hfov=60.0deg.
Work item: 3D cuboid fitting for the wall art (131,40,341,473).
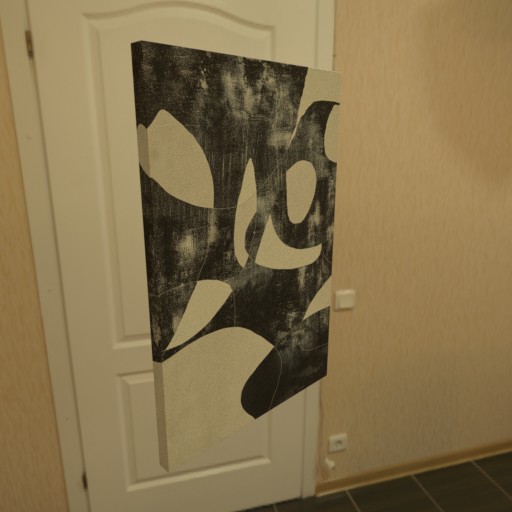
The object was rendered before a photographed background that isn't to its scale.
[{"bbox_3d":[0.000,0.000,1.122,0.610,0.915,0.041,-15,21,-43],"label":"wall art"}]
